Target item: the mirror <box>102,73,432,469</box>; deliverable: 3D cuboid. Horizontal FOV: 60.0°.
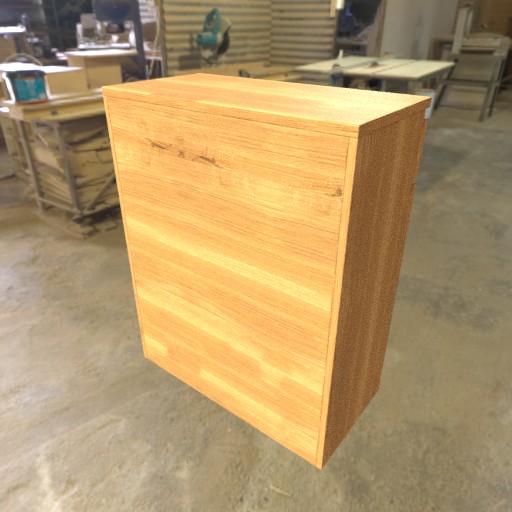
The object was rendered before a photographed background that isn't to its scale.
[{"bbox_3d":[0.000,0.000,1.421,0.800,1.000,0.400,21,35,33],"label":"mirror"}]
